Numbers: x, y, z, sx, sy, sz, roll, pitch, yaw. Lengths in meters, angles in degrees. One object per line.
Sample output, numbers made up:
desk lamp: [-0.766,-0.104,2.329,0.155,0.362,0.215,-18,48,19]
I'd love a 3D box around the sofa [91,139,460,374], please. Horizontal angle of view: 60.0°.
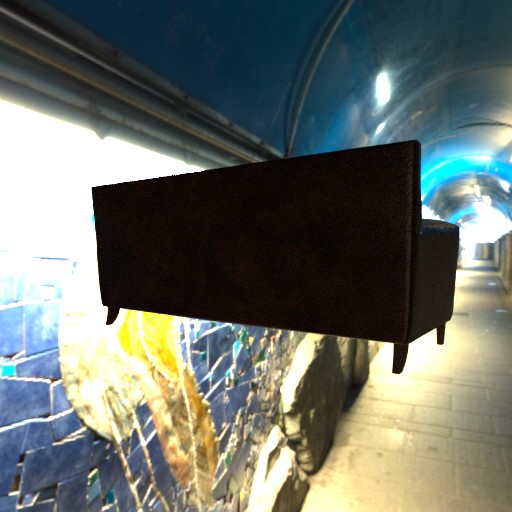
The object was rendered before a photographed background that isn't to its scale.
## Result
sofa: [0.000,0.000,2.485,1.995,0.871,0.786,1,1,36]
